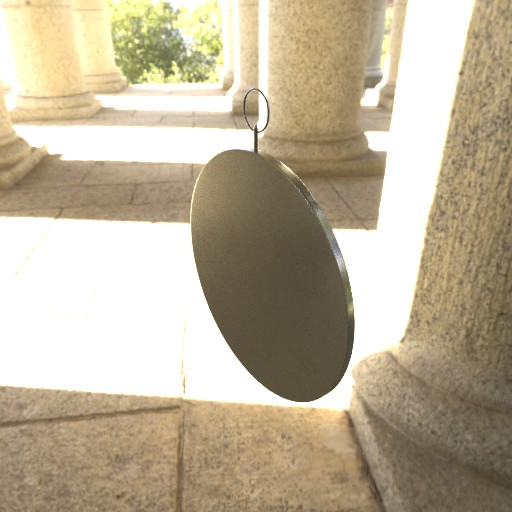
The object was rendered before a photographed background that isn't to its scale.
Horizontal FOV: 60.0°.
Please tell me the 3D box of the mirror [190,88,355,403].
[{"bbox_3d":[0.000,0.000,0.999,0.020,0.713,0.594,-19,33,-31],"label":"mirror"}]
